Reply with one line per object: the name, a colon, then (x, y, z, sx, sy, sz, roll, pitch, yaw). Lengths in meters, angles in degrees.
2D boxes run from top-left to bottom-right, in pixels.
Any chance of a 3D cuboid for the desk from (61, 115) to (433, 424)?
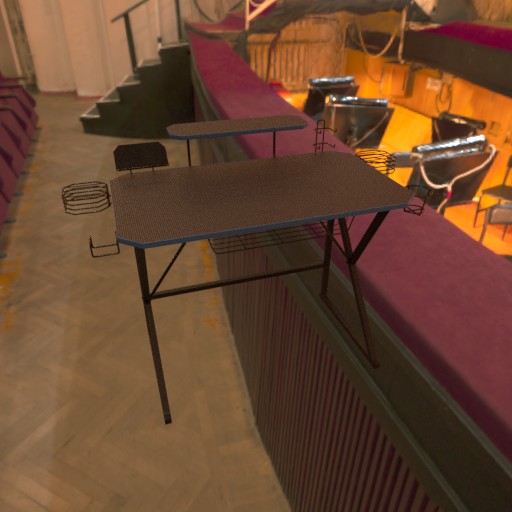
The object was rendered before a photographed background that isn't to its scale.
desk: (0.000, 0.000, 1.715, 1.295, 0.909, 0.594, -10, 33, -16)
